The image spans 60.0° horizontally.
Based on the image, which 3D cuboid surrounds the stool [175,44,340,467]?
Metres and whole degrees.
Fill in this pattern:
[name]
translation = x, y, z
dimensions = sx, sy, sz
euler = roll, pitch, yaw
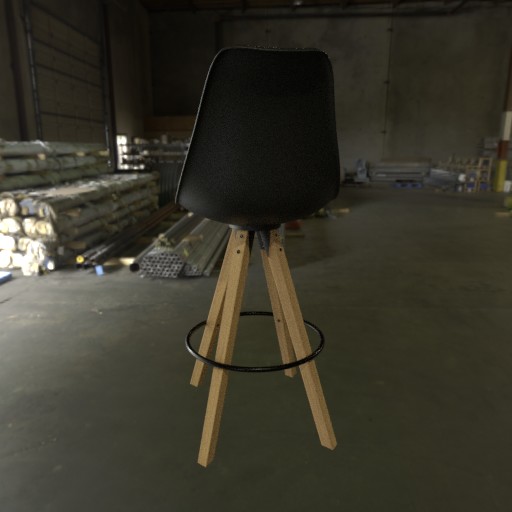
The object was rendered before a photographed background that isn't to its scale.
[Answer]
[stool]
translation = 0.000, 0.000, 1.392
dimensions = 0.485, 1.115, 0.550
euler = -3, 14, -11
